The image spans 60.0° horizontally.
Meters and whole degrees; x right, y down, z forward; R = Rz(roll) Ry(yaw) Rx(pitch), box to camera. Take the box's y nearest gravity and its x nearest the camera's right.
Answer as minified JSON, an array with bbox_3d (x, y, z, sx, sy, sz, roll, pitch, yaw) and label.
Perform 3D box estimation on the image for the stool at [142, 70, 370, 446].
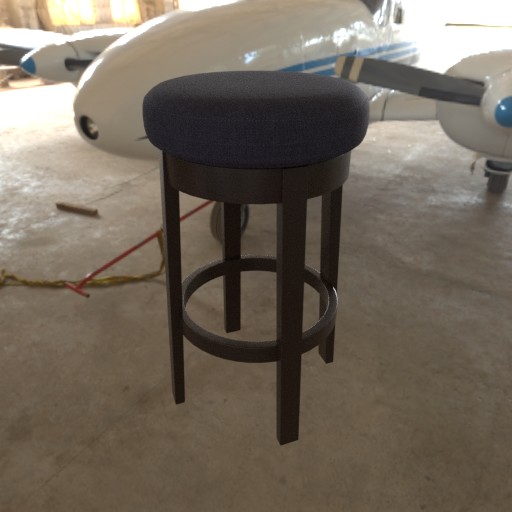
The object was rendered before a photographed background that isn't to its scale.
[{"bbox_3d":[0.000,0.000,1.014,0.446,0.758,0.446,0,29,0],"label":"stool"}]
